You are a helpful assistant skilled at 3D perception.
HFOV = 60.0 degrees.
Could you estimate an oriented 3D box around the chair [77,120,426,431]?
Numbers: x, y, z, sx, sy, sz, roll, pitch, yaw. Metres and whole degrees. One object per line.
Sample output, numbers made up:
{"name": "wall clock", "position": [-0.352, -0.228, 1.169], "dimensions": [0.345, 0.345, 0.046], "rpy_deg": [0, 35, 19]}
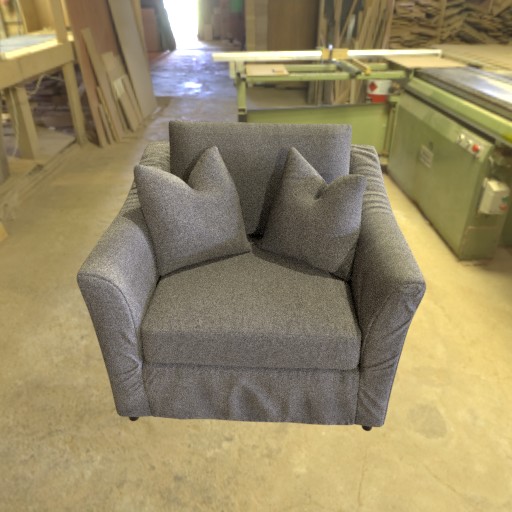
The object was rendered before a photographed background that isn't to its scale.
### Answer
{"name": "chair", "position": [0.000, 0.000, 2.030], "dimensions": [1.194, 1.059, 1.071], "rpy_deg": [1, 30, 2]}
